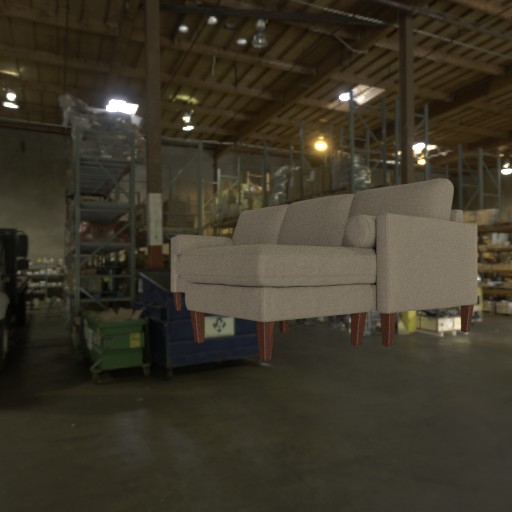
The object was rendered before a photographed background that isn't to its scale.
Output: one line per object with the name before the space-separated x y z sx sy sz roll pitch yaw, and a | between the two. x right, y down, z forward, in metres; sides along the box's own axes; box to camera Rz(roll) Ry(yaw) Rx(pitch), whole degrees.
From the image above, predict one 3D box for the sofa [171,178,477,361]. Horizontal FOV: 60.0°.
sofa | 0.000 0.000 2.899 1.506 0.875 2.178 1 -2 -37
